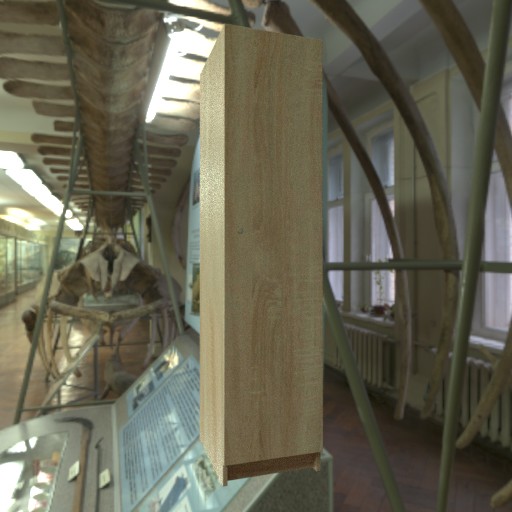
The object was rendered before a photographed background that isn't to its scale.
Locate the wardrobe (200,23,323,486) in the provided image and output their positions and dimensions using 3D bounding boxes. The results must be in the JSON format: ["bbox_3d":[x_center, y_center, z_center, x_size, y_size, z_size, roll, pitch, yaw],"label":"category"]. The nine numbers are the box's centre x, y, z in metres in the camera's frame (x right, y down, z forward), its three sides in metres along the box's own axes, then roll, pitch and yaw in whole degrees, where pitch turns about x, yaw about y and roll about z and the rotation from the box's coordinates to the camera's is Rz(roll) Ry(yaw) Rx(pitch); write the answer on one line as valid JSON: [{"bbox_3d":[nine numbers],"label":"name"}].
[{"bbox_3d":[0.000,0.000,2.370,0.496,2.117,0.588,0,0,-18],"label":"wardrobe"}]
